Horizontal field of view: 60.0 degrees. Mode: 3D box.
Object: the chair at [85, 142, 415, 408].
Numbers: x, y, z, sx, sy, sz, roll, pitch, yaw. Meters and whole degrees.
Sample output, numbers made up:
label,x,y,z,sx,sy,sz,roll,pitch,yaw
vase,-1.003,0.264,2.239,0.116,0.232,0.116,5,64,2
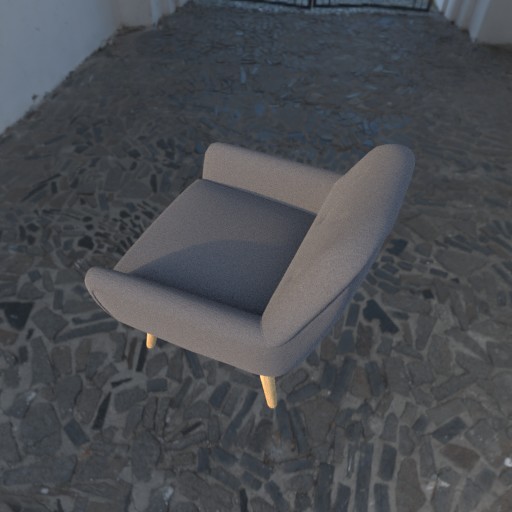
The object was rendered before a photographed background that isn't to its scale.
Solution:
label,x,y,z,sx,sy,sz,roll,pitch,yaw
chair,0.000,0.000,1.434,0.779,0.800,0.770,18,49,17
